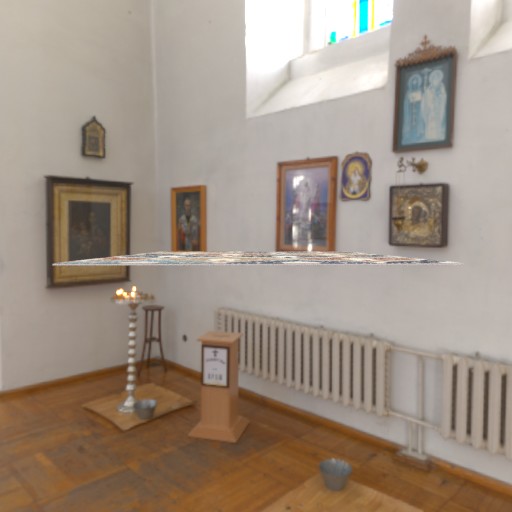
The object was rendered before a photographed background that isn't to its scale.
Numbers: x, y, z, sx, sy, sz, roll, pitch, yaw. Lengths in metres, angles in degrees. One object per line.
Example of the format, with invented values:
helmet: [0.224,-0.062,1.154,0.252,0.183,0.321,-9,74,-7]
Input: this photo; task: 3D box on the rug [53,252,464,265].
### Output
rug: [0.000,0.000,4.107,2.423,0.014,3.040,0,2,-1]
